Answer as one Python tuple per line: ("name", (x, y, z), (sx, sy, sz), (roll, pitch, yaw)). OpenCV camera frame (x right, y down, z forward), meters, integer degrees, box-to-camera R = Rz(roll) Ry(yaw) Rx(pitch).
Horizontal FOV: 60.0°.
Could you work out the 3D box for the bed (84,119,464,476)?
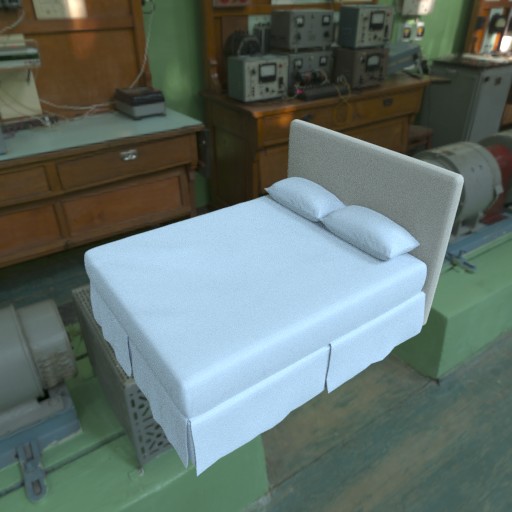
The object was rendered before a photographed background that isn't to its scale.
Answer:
("bed", (0.000, 0.000, 3.245), (2.142, 1.330, 1.748), (-21, 38, -30))
